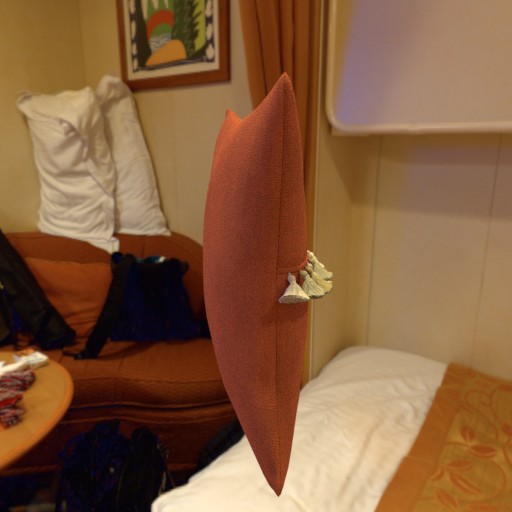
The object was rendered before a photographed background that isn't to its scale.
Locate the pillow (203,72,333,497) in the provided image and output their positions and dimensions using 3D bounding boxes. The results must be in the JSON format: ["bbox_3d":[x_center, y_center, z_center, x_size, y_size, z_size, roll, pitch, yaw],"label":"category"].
[{"bbox_3d":[0.000,0.000,0.712,0.165,0.482,0.490,-3,14,-10],"label":"pillow"}]
